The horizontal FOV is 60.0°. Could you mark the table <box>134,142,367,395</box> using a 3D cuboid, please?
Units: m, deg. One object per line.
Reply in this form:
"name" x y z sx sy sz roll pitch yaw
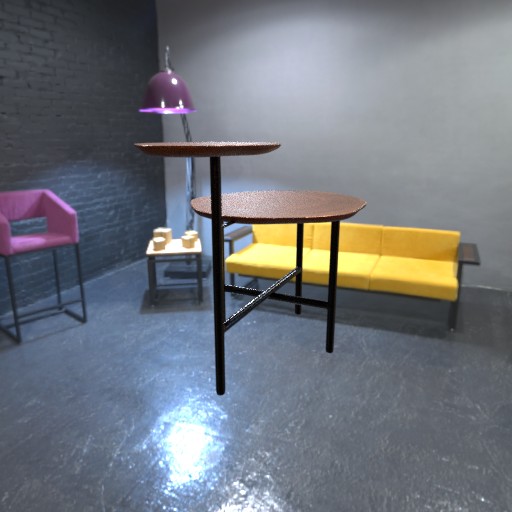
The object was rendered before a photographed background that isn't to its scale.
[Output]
"table" 0.000 0.000 1.079 0.442 0.538 0.759 7 17 25
